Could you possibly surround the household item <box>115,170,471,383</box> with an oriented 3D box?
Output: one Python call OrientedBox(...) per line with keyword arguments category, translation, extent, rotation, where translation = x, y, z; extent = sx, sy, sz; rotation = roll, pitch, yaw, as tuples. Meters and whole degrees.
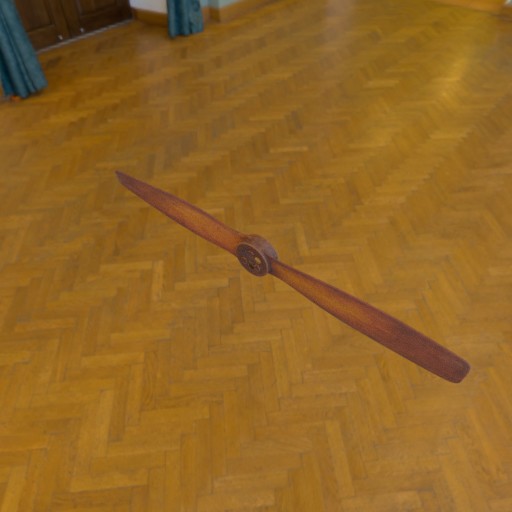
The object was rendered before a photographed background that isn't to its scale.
OrientedBox(category="household item", translation=(0.000, 0.000, 1.230), extent=(1.181, 0.121, 0.051), rotation=(30, 53, 25))
